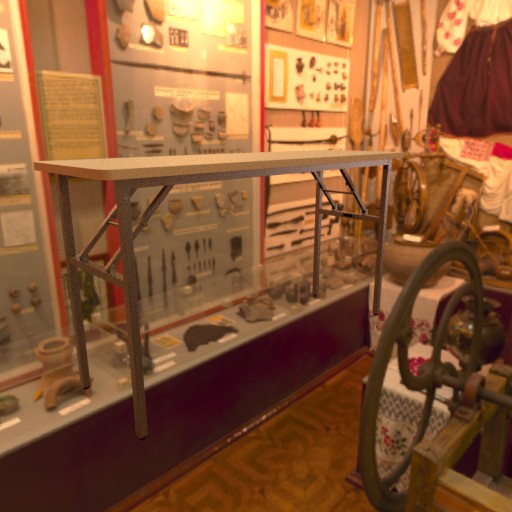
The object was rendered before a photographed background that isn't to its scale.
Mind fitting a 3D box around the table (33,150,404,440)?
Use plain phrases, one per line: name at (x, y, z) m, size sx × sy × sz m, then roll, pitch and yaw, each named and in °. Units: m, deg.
table at (0.000, 0.000, 1.700) m, size 1.397 × 0.750 × 0.446 m, roll -15°, pitch 21°, yaw -43°
